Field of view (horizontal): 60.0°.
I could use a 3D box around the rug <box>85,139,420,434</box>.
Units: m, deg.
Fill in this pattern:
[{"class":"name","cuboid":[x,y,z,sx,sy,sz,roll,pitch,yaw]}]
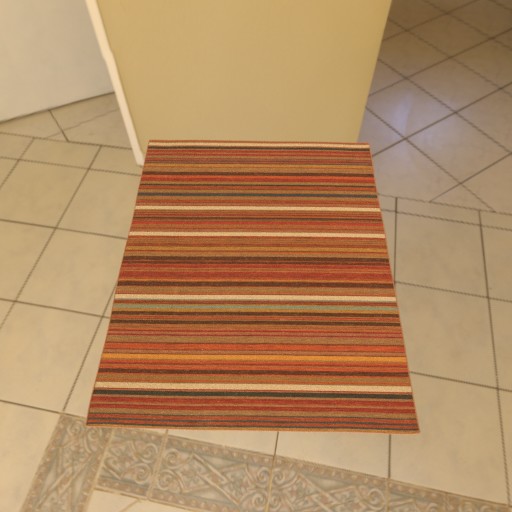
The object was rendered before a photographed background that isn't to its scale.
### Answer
[{"class":"rug","cuboid":[0.000,0.000,4.102,2.479,0.023,3.092,1,56,1]}]
